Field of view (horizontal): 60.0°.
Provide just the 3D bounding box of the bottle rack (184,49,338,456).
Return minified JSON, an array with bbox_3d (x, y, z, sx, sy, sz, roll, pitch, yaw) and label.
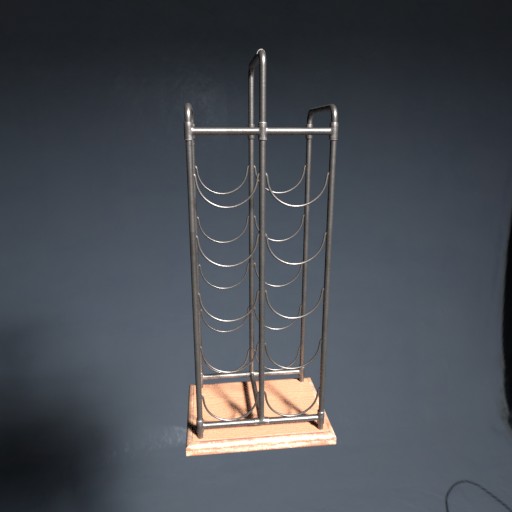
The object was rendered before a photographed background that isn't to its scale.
[{"bbox_3d":[0.000,0.000,0.817,0.276,0.680,0.208,-2,16,-6],"label":"bottle rack"}]
